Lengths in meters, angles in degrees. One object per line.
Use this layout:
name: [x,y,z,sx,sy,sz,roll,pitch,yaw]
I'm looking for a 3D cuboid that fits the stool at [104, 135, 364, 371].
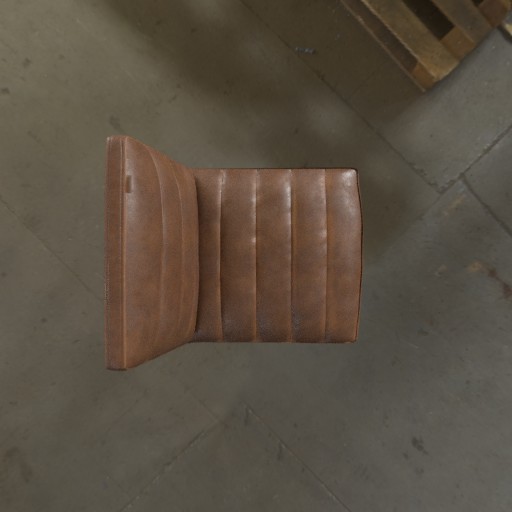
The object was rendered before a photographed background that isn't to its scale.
stool: [0.000,0.000,1.272,0.562,0.942,0.463,0,89,1]
